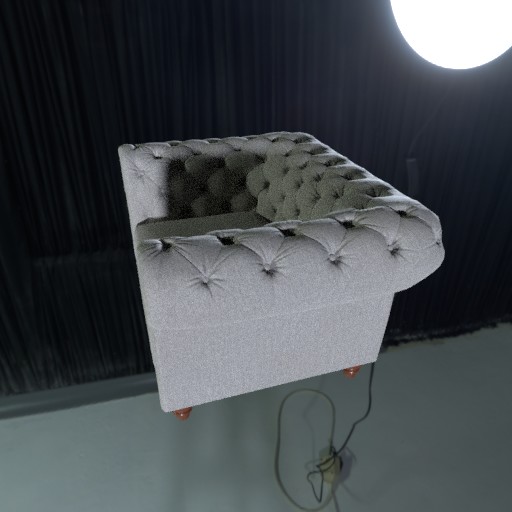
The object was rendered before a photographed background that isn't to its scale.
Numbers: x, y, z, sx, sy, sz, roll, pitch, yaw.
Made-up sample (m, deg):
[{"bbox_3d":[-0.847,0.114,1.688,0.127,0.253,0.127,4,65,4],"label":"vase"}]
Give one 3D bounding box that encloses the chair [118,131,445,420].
[{"bbox_3d":[0.000,0.000,1.881,0.976,0.770,1.270,-9,31,-15],"label":"chair"}]
